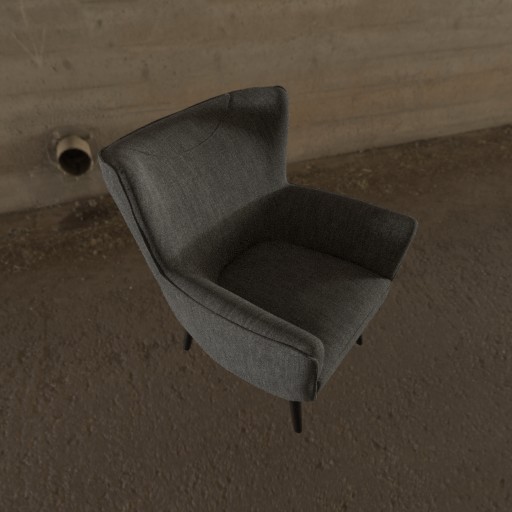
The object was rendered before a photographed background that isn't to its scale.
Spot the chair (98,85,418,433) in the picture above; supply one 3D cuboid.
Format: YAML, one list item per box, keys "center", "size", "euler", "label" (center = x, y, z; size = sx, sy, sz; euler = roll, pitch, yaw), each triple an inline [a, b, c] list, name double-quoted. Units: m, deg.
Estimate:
- center: [0.000, 0.000, 1.595]
  size: [0.888, 0.933, 0.781]
  euler: [25, 46, 27]
  label: "chair"
